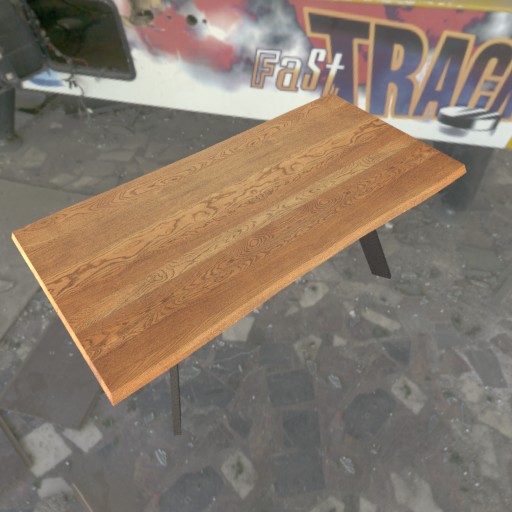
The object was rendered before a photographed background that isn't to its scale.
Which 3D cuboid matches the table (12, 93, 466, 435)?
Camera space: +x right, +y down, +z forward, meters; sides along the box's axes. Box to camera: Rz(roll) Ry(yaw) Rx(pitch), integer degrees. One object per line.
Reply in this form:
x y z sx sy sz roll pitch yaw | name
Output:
0.000 0.000 2.181 1.800 0.770 0.900 -31 55 -25 | table
